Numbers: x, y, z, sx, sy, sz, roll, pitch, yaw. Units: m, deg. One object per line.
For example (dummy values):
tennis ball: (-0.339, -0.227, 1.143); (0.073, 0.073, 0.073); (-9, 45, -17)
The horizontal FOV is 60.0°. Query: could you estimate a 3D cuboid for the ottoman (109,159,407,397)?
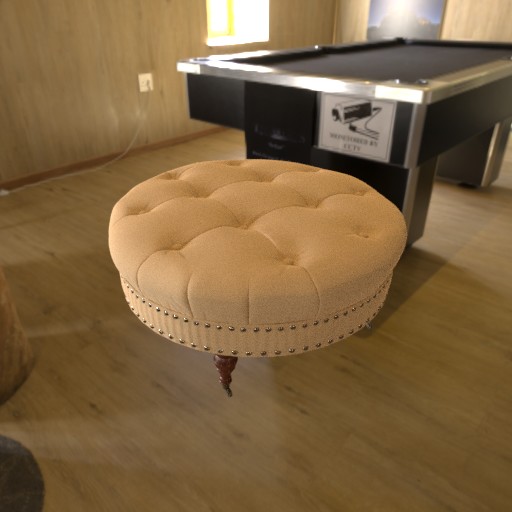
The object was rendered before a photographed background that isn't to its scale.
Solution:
ottoman: (0.000, 0.000, 1.439); (0.901, 0.439, 0.901); (0, 30, 0)
